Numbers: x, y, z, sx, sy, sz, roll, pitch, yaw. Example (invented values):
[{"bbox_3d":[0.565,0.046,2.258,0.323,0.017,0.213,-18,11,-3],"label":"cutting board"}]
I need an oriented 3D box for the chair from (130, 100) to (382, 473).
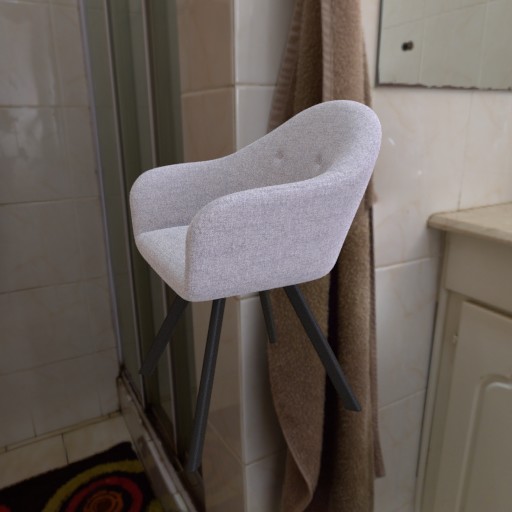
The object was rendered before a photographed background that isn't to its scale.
[{"bbox_3d":[0.000,0.000,1.161,0.570,0.780,0.540,-9,19,-26],"label":"chair"}]
